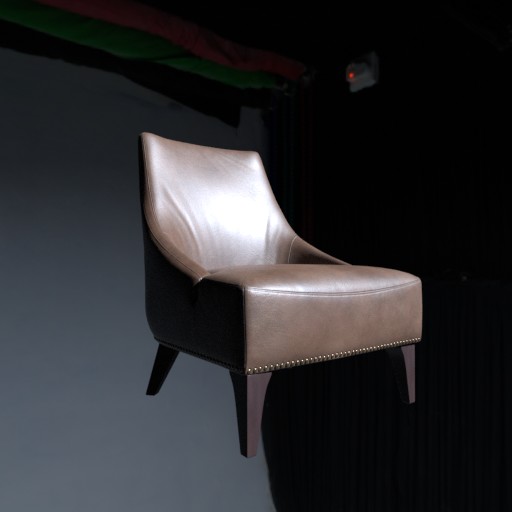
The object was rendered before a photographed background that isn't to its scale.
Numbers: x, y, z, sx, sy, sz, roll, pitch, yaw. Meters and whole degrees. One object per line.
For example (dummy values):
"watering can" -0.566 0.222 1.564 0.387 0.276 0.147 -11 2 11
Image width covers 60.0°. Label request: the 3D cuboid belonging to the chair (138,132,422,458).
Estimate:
"chair" 0.000 0.000 1.499 0.701 0.909 0.861 0 0 -37
